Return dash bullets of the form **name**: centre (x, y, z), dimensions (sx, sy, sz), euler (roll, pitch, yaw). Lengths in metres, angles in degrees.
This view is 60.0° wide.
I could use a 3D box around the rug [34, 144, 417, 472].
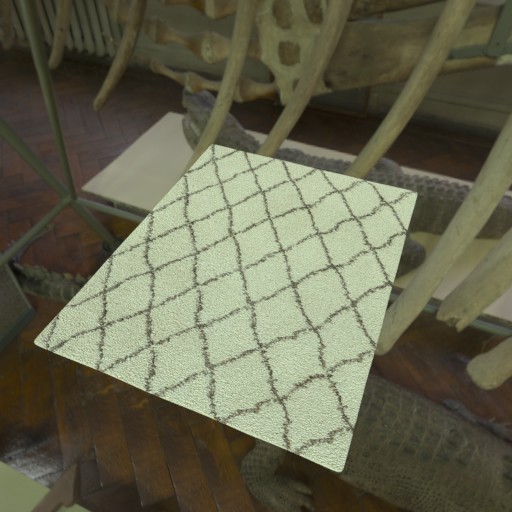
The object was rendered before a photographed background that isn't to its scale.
- **rug**: centre (0.000, 0.000, 4.047), dimensions (2.438, 0.029, 3.047), euler (17, 48, 16)
